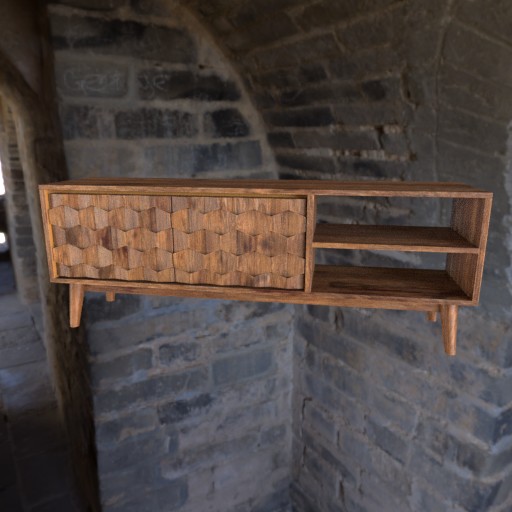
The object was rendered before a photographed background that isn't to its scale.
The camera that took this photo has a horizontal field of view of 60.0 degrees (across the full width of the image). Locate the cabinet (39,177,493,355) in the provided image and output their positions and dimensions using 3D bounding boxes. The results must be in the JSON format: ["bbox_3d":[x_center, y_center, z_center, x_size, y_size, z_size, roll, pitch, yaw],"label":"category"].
[{"bbox_3d":[0.000,0.000,1.630,1.448,0.528,0.349,2,15,9],"label":"cabinet"}]
